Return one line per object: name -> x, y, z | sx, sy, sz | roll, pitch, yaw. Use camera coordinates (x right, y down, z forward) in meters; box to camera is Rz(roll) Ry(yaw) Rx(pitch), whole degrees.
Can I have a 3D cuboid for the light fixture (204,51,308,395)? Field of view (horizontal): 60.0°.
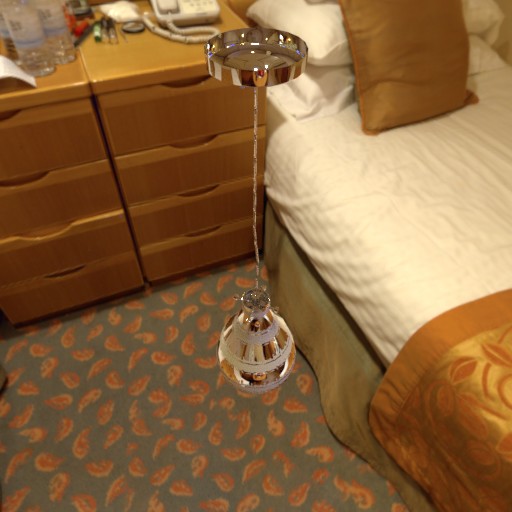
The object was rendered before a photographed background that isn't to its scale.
light fixture -> 0.000, 0.000, 1.589 | 0.374, 1.457, 0.374 | 16, 49, 14
